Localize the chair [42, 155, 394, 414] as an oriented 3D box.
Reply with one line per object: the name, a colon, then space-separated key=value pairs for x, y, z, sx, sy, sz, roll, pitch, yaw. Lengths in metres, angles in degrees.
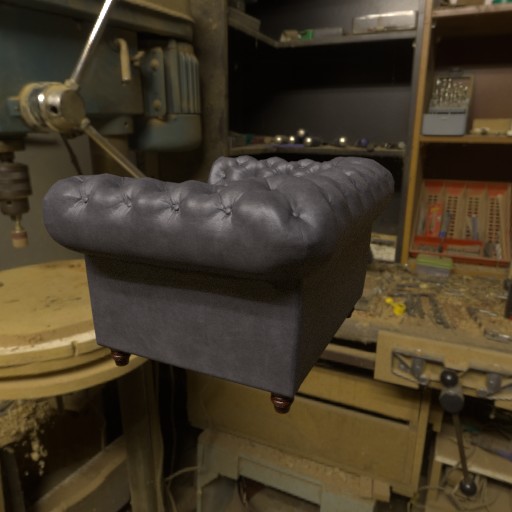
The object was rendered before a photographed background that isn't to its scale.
chair: x=0.000 y=0.000 z=1.860 sx=0.943 sy=0.780 sz=1.298 roll=8 pitch=18 yaw=24
